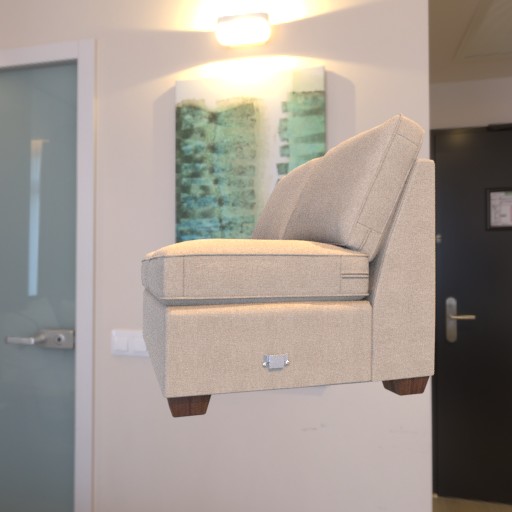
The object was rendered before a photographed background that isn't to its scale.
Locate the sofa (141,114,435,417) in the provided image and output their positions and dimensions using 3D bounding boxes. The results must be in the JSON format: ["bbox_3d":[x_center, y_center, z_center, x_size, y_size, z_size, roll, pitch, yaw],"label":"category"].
[{"bbox_3d":[0.000,0.000,2.020,0.978,1.006,1.232,0,-1,-17],"label":"sofa"}]
